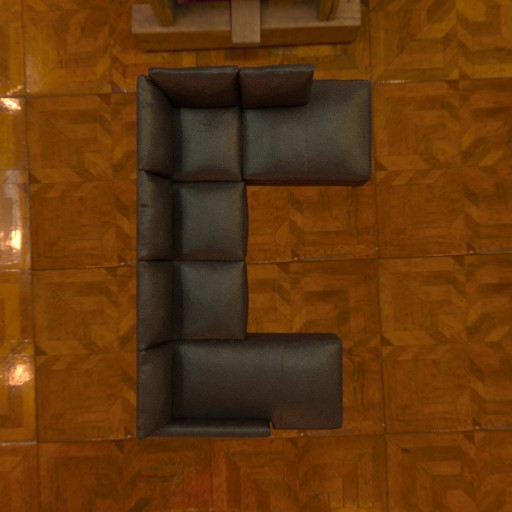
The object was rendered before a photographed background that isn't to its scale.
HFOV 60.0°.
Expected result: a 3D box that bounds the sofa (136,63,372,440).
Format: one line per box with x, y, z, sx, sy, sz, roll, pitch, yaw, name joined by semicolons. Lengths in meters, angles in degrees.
0.000;0.000;3.763;1.939;0.900;2.956;0;90;1;sofa
